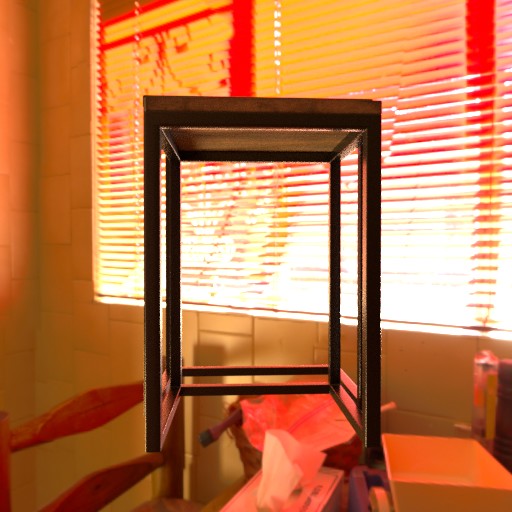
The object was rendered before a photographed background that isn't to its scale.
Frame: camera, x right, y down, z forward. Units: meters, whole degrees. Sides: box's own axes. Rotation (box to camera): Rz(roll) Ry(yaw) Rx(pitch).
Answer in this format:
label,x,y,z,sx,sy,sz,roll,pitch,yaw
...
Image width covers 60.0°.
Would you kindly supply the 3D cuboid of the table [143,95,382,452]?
label,x,y,z,sx,sy,sz,roll,pitch,yaw
table,0.000,0.000,0.927,0.456,0.615,0.460,0,1,-1
